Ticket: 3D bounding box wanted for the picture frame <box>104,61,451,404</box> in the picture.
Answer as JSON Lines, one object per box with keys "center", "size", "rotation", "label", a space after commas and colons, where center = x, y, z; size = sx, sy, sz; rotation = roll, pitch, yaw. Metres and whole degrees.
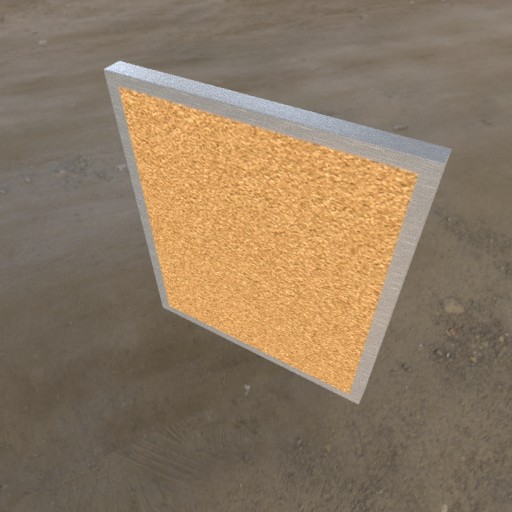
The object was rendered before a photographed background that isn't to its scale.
{"center": [0.000, 0.000, 0.518], "size": [0.327, 0.378, 0.027], "rotation": [22, 50, 20], "label": "picture frame"}
